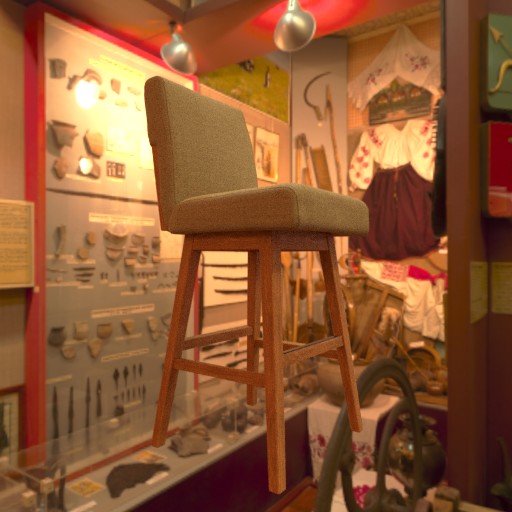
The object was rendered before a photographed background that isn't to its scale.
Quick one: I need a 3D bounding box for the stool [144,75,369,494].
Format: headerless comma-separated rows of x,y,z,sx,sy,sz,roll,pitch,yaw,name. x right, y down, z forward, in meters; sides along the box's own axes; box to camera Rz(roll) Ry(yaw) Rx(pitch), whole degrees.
0.000,0.000,1.364,0.569,1.106,0.483,0,0,37,stool
